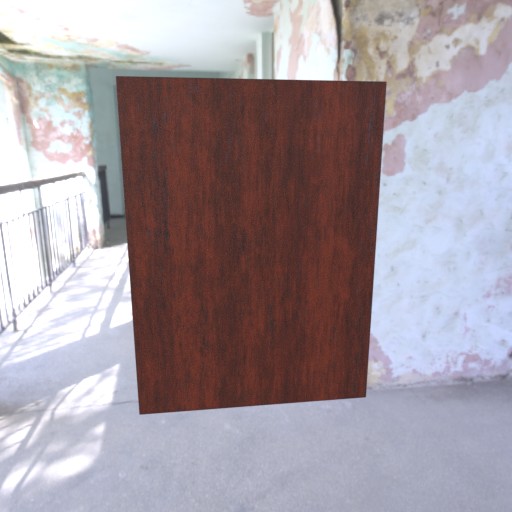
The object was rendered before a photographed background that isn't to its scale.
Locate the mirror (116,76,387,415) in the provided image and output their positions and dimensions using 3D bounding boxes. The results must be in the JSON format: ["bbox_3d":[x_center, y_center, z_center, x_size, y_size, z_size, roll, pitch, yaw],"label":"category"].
[{"bbox_3d":[0.000,0.000,1.079,0.600,0.805,0.021,-2,14,-8],"label":"mirror"}]
